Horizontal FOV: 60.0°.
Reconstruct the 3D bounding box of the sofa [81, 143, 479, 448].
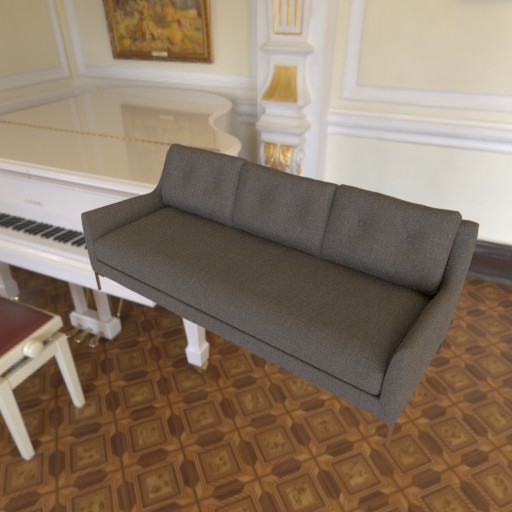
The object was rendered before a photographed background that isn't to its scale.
[{"bbox_3d":[0.000,0.000,2.499,2.060,0.837,0.849,21,36,31],"label":"sofa"}]
